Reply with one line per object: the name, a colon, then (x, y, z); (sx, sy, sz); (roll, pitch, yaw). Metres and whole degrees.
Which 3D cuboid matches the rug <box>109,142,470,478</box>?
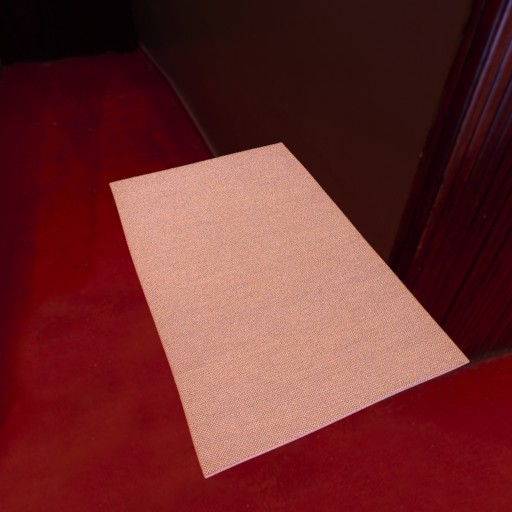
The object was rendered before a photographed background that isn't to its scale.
rug: (0.000, 0.000, 2.082); (1.078, 0.013, 1.678); (-17, 49, -16)
